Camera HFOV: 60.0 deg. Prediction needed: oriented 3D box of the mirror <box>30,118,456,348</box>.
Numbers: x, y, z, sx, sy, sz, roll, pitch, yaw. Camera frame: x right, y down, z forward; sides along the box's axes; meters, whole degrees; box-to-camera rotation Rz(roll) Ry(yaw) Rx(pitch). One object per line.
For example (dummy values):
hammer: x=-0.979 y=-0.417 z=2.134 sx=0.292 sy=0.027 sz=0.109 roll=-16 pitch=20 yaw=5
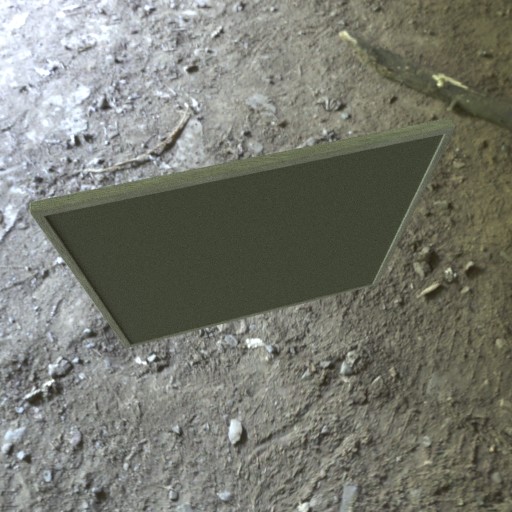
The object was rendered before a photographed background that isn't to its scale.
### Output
mirror: x=0.000 y=0.000 z=1.140 sx=0.839 sy=0.689 sz=0.028 roll=-13 pitch=59 yaw=-8
